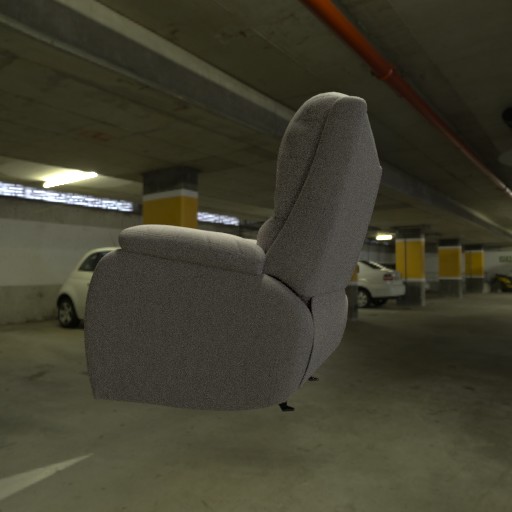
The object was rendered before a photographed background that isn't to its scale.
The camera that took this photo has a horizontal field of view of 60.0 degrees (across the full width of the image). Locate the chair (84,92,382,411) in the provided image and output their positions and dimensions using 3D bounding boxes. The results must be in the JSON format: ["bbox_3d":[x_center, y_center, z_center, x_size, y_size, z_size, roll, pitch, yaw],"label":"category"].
[{"bbox_3d":[0.000,0.000,1.700,0.899,1.011,0.930,-1,-2,19],"label":"chair"}]
